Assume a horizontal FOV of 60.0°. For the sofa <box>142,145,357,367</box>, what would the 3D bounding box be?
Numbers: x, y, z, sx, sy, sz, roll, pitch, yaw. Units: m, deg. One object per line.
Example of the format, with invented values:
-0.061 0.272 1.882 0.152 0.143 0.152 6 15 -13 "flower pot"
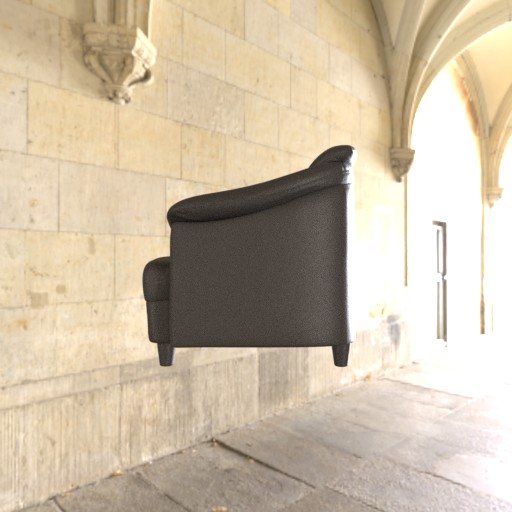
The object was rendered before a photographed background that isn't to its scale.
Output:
0.000 0.000 2.345 0.800 0.811 1.829 0 -1 1 "sofa"
